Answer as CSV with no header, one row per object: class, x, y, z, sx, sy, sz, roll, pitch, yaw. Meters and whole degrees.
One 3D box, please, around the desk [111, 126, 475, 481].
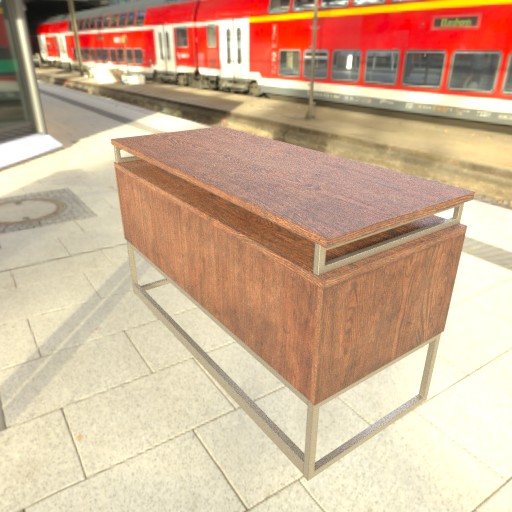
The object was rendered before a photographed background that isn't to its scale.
desk,0.000,0.000,1.805,0.610,0.792,1.384,-17,30,-32
